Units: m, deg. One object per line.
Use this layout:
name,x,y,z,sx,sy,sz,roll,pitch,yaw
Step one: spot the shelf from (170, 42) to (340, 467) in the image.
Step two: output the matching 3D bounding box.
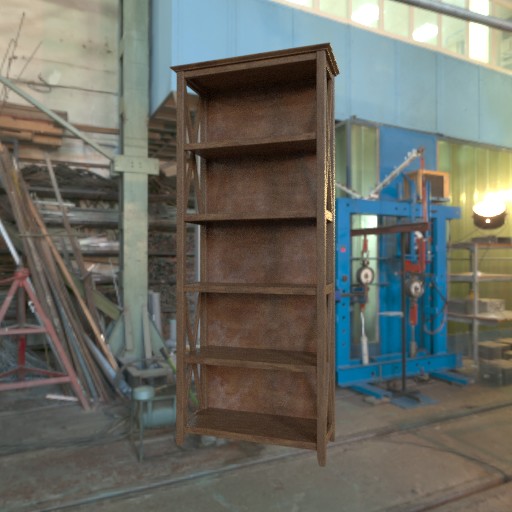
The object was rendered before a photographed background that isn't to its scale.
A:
shelf,0.000,0.000,2.256,0.805,1.905,0.335,0,0,18
